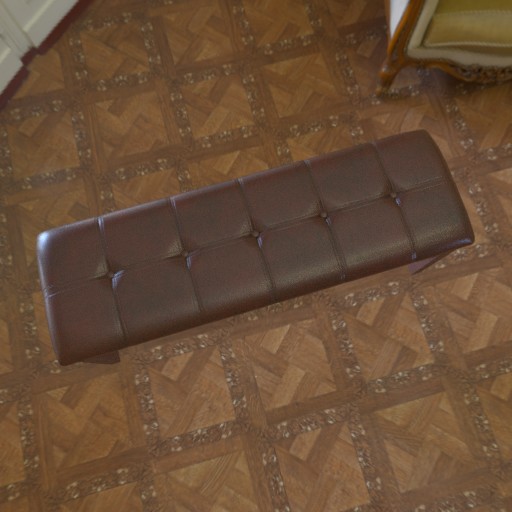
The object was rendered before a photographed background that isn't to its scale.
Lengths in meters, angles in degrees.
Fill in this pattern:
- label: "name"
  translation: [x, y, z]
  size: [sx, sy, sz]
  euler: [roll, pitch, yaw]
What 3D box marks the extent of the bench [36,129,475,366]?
- label: "bench"
  translation: [0.000, 0.000, 1.496]
  size: [1.259, 0.491, 0.401]
  euler: [-16, 75, -4]
